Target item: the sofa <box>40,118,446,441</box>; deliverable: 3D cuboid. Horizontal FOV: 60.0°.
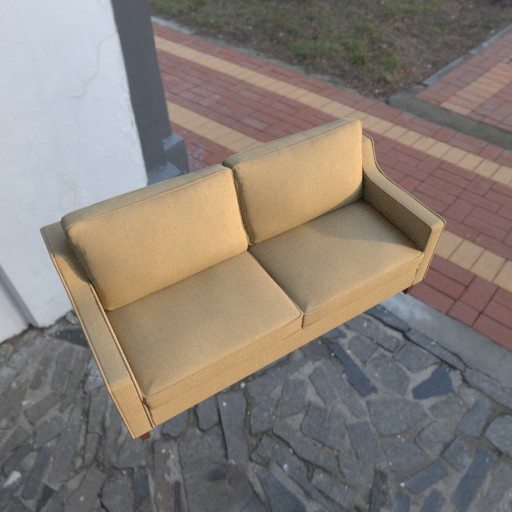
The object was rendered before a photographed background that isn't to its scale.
[{"bbox_3d":[0.000,0.000,2.791,2.178,1.071,1.066,-24,51,-21],"label":"sofa"}]
